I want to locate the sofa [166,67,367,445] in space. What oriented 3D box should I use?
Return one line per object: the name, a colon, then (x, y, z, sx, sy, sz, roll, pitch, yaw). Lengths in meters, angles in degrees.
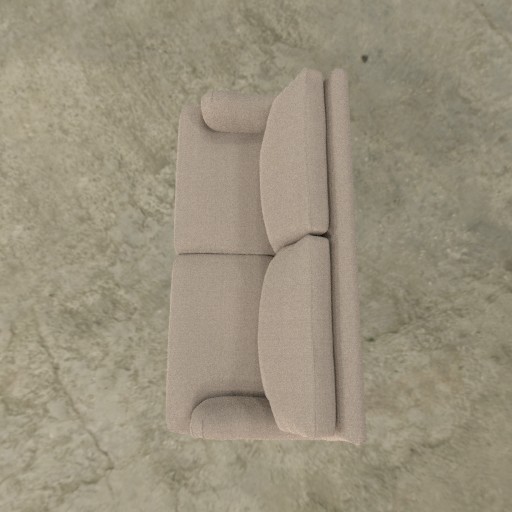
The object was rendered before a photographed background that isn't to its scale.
sofa: (0.000, 0.000, 2.831, 1.087, 1.054, 2.160, 0, 77, 0)
